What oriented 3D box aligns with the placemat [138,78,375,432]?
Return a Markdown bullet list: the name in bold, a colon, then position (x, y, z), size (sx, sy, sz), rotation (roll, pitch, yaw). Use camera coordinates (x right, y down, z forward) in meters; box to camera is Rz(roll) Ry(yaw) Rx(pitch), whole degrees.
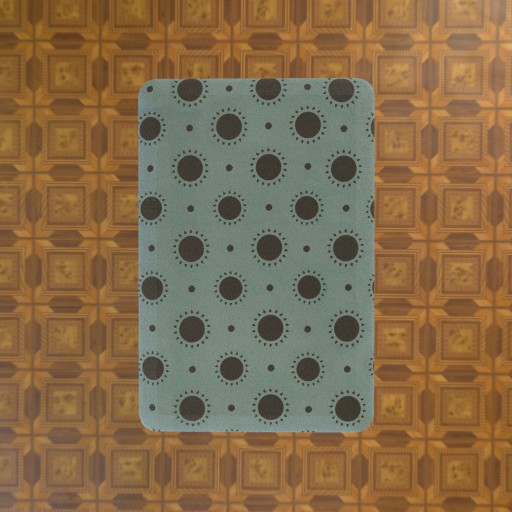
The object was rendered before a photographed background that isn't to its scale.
- **placemat**: position (0.000, 0.000, 0.949), size (0.508, 0.021, 0.762), rotation (0, 91, 1)
